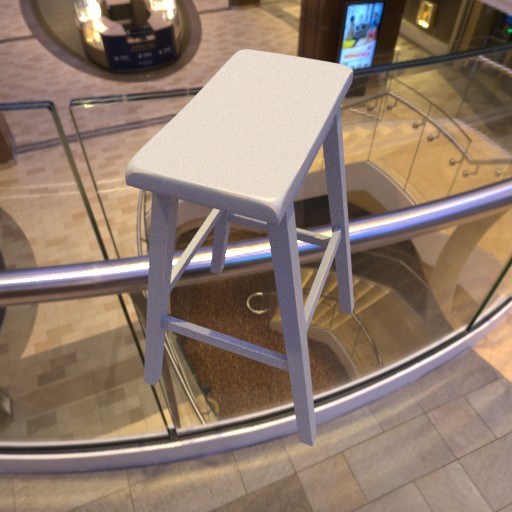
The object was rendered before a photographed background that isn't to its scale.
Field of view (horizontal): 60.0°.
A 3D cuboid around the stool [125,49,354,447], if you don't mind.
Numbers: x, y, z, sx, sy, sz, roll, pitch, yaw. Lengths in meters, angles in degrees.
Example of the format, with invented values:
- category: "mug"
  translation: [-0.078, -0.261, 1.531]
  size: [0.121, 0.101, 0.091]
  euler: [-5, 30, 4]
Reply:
- category: "stool"
  translation: [0.000, 0.000, 1.020]
  size: [0.476, 0.737, 0.457]
  euler: [16, 49, 14]
